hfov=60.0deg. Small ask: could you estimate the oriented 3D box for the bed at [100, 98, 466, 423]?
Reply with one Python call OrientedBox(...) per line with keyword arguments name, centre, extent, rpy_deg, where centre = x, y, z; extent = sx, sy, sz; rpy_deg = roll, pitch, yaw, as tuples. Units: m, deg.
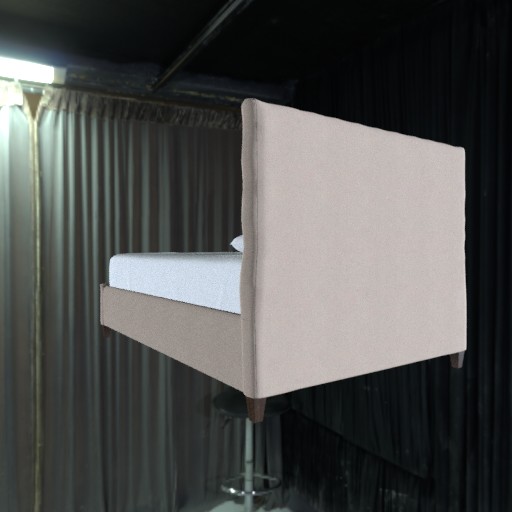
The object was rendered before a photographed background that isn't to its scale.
OrientedBox(name="bed", centre=(0.000, 0.000, 3.356), extent=(1.698, 1.427, 2.387), rpy_deg=(-1, 1, -35))
